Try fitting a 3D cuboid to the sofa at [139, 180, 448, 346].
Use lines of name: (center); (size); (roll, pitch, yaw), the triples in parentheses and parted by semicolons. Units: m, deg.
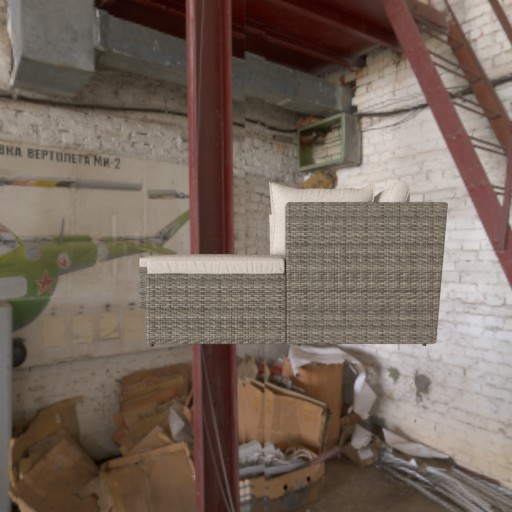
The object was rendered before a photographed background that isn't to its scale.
sofa: (0.000, 0.000, 3.012); (1.662, 0.766, 2.192); (0, 1, 0)
